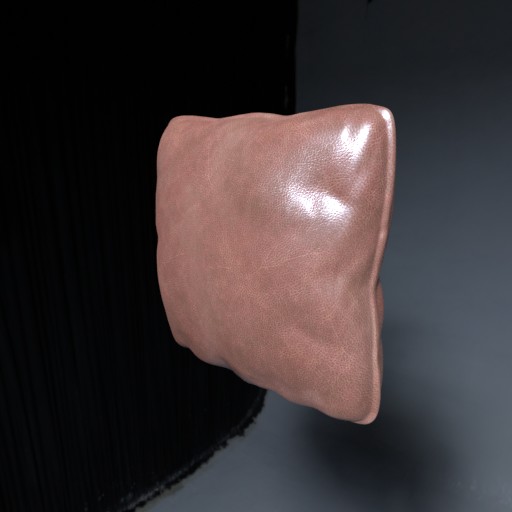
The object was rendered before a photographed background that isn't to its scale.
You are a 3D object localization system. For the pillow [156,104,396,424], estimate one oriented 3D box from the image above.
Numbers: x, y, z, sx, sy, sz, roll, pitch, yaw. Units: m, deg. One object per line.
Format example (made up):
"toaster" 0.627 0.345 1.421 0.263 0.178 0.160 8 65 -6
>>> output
"pillow" 0.000 0.000 0.837 0.532 0.523 0.236 13 19 41
